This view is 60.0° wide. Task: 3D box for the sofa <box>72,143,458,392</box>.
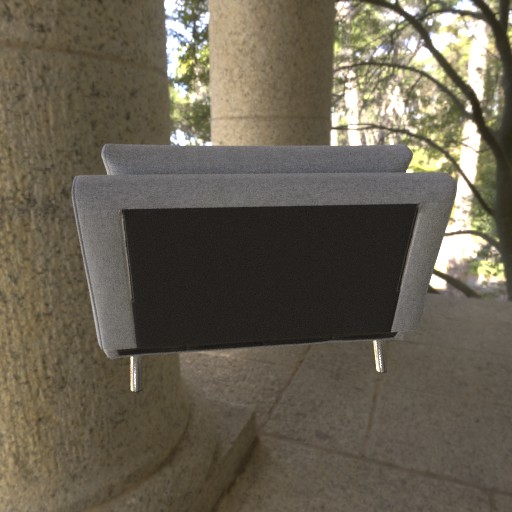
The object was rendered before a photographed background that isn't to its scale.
[{"bbox_3d":[0.000,0.000,1.865,1.220,0.910,0.910,-2,14,-8],"label":"sofa"}]
